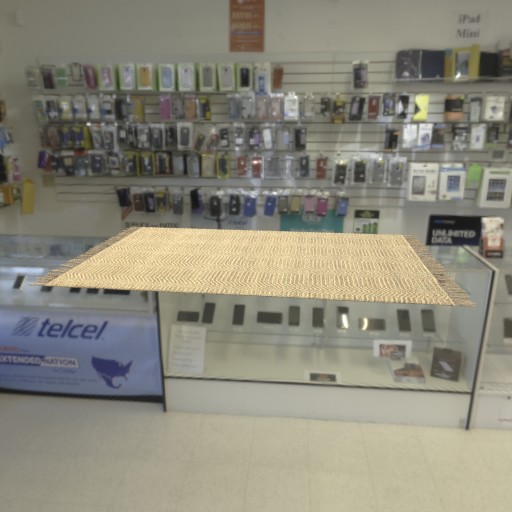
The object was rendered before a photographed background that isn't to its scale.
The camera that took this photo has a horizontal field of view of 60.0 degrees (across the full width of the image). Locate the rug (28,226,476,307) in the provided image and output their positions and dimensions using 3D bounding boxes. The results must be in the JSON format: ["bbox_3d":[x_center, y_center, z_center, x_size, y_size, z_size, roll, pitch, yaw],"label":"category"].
[{"bbox_3d":[0.000,0.000,3.161,2.523,0.034,1.528,2,17,7],"label":"rug"}]
